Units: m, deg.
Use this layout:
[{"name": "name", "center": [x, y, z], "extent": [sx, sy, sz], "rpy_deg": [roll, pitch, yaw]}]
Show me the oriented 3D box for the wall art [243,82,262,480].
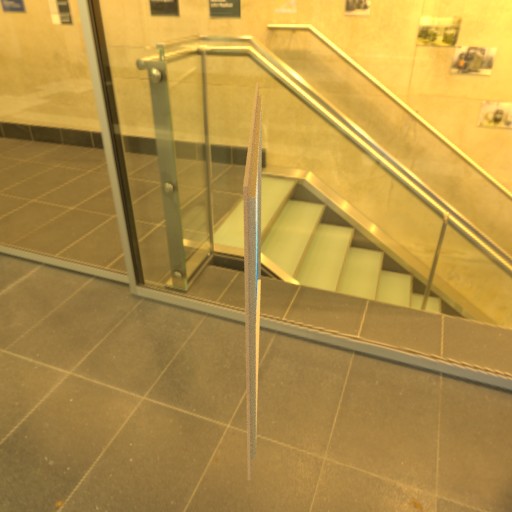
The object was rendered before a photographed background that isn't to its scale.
[{"name": "wall art", "center": [0.000, 0.000, 1.719], "extent": [0.025, 1.067, 1.168], "rpy_deg": [1, 32, 1]}]
